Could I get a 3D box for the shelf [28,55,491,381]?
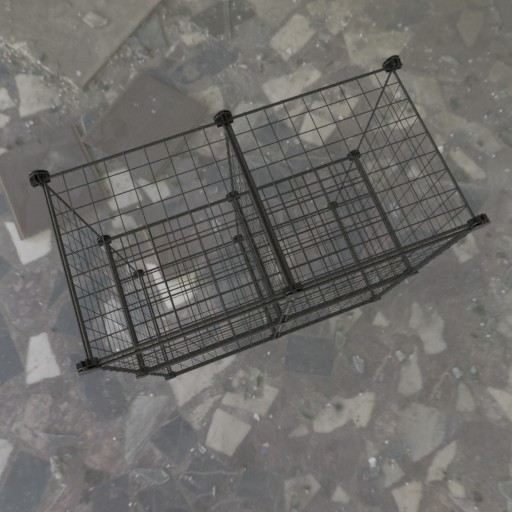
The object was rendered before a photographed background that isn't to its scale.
[{"bbox_3d":[0.000,0.000,1.086,0.711,0.711,0.356,-20,75,-6],"label":"shelf"}]
